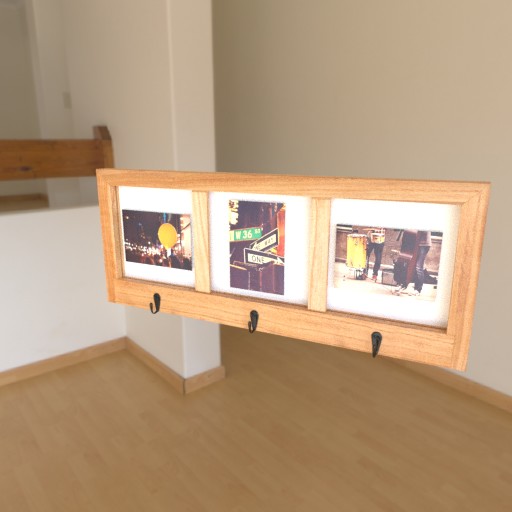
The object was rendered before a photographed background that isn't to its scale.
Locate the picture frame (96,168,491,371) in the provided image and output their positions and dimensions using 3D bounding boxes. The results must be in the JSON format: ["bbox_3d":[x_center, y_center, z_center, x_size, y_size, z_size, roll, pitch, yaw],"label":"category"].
[{"bbox_3d":[0.000,0.000,0.647,0.582,0.234,0.045,7,16,24],"label":"picture frame"}]
